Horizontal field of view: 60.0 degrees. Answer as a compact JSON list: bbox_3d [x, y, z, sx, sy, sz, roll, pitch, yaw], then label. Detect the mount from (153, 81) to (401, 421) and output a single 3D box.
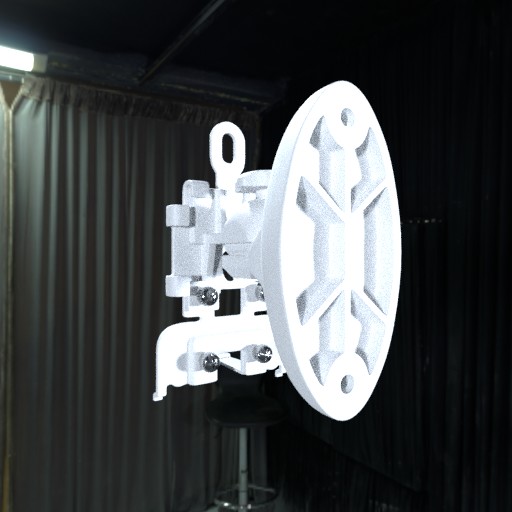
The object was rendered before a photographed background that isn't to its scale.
[{"bbox_3d":[0.000,0.000,0.178,0.066,0.118,0.100,0,0,-34],"label":"mount"}]
